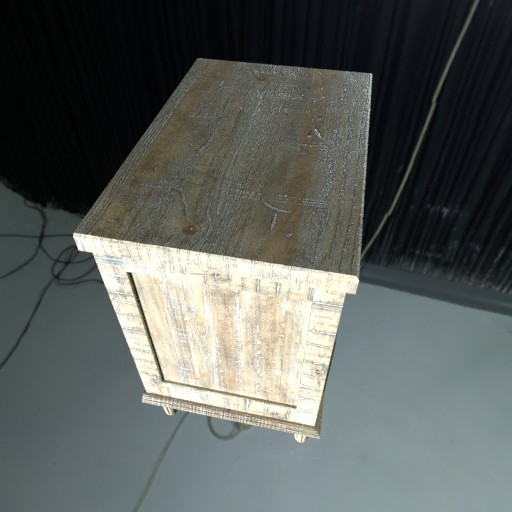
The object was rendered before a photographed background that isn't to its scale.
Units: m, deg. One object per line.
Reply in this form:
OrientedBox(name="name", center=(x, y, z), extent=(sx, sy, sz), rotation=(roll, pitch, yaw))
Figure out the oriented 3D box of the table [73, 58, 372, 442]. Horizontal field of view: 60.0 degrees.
OrientedBox(name="table", center=(0.000, 0.000, 1.154), extent=(0.457, 0.711, 0.686), rotation=(9, 47, 8))
